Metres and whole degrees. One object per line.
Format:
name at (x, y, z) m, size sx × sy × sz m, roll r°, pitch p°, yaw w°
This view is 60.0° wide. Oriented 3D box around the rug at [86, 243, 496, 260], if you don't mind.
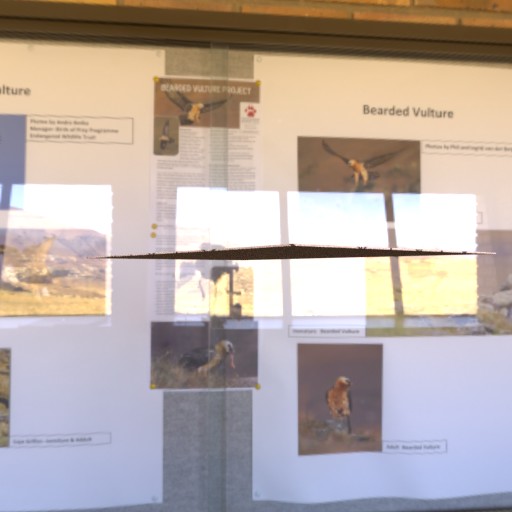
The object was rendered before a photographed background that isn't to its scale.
rug at (0.000, 0.000, 3.009) m, size 1.526 × 0.008 × 2.465 m, roll 1°, pitch -2°, yaw -37°
